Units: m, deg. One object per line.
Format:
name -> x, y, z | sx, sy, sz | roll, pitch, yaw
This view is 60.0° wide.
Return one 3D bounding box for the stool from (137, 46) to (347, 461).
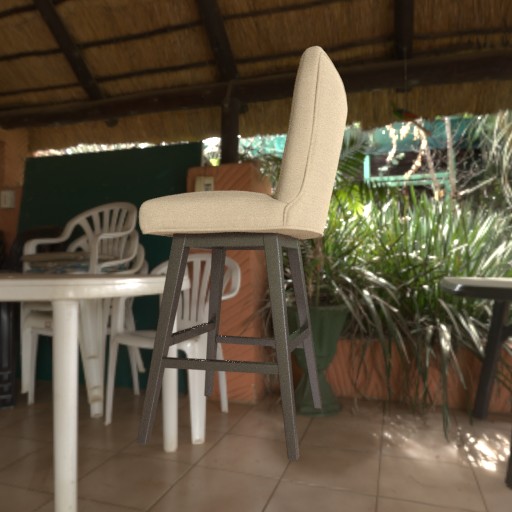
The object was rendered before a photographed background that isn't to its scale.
stool -> 0.000, 0.000, 1.438 | 0.574, 1.086, 0.514 | 0, -1, 17
